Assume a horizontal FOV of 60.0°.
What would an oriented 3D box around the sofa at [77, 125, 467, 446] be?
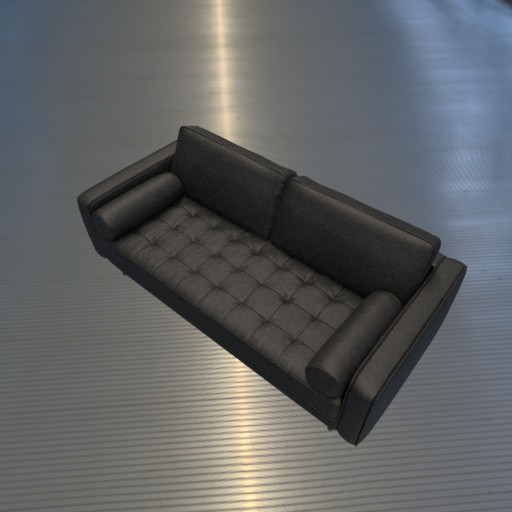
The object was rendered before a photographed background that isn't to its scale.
[{"bbox_3d":[0.000,0.000,2.368,1.879,0.770,0.921,31,53,27],"label":"sofa"}]
